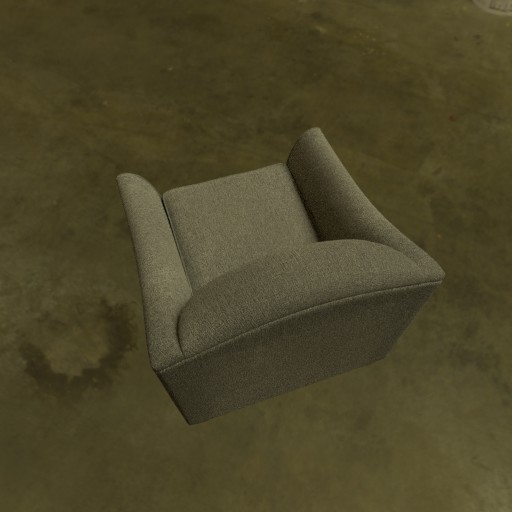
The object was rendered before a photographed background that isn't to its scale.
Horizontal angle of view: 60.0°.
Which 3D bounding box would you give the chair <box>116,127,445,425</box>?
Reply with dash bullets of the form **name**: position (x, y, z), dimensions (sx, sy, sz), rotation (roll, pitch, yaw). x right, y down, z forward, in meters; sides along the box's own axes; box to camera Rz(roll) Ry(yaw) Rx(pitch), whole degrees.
- **chair**: position (0.000, 0.000, 1.490), dimensions (0.763, 0.839, 0.787), rotation (-16, 59, -10)
